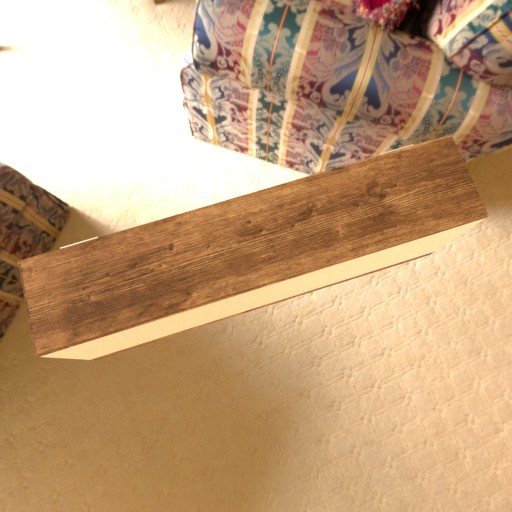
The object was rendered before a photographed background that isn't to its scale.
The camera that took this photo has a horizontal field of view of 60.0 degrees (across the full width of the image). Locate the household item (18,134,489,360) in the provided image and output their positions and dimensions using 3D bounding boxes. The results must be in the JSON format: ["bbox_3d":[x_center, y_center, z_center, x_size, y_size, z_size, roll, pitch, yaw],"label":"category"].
[{"bbox_3d":[0.000,0.000,2.019,1.800,0.615,0.390,-17,76,-4],"label":"household item"}]
